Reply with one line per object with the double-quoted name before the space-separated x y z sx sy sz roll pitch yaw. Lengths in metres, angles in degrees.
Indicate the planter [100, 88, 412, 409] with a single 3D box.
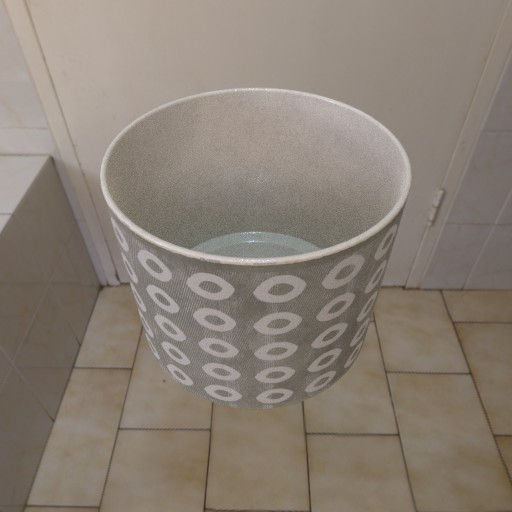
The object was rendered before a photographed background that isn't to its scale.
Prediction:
"planter" 0.000 0.000 0.341 0.190 0.181 0.190 0 45 0
